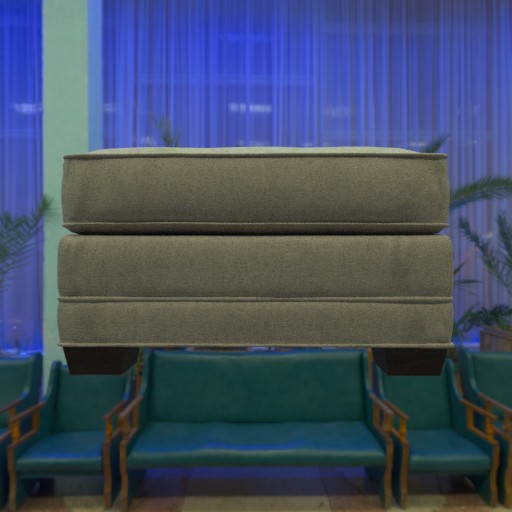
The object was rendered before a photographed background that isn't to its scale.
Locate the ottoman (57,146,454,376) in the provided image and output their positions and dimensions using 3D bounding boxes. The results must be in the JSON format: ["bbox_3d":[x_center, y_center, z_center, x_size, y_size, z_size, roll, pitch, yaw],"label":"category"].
[{"bbox_3d":[0.000,0.000,1.206,0.848,0.508,0.611,0,0,1],"label":"ottoman"}]
